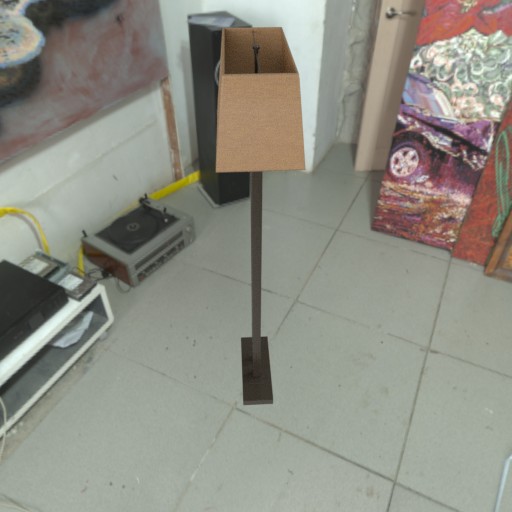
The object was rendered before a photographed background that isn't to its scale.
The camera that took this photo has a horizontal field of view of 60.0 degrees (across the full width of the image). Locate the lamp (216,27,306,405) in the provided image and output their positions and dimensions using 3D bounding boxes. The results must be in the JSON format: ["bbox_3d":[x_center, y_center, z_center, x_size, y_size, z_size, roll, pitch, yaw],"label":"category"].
[{"bbox_3d":[0.000,0.000,1.652,0.233,1.469,0.475,-2,41,-2],"label":"lamp"}]
